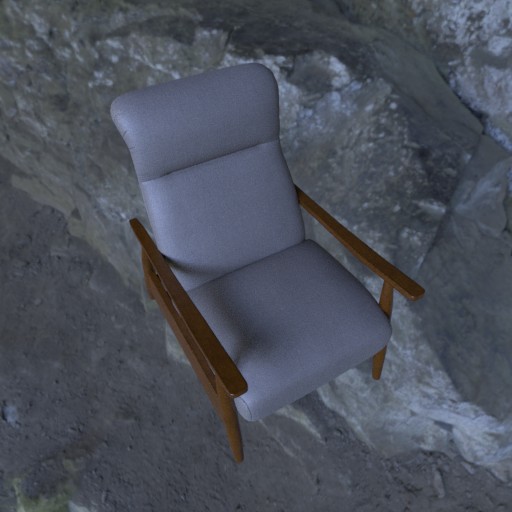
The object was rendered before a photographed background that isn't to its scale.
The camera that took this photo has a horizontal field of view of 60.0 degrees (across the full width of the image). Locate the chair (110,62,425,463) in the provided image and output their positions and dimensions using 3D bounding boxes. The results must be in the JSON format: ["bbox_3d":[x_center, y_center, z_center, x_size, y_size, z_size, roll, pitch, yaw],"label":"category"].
[{"bbox_3d":[0.000,0.000,1.757,0.762,1.082,1.032,-23,51,-20],"label":"chair"}]
